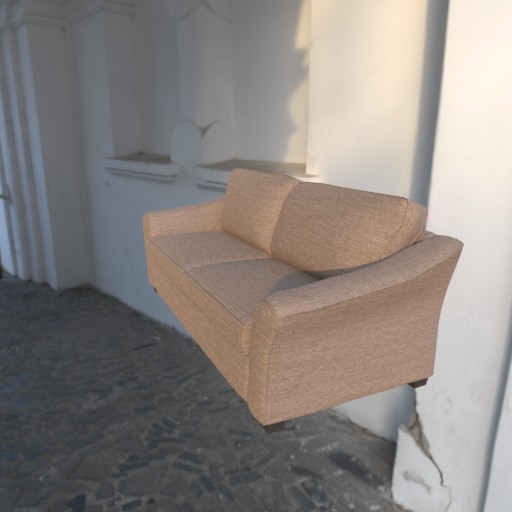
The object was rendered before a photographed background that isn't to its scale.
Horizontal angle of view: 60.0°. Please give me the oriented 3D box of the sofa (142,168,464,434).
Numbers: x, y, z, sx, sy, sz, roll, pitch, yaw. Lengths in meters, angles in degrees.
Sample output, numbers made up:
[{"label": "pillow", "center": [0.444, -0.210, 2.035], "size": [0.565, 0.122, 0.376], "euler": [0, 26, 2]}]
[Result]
[{"label": "sofa", "center": [0.000, 0.000, 2.785], "size": [0.980, 0.965, 2.270], "euler": [-8, 17, -25]}]
